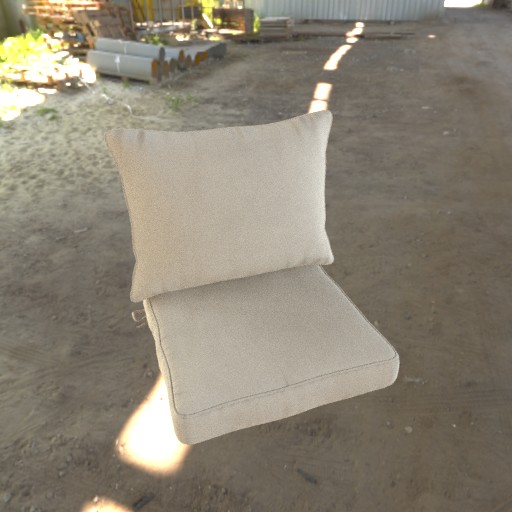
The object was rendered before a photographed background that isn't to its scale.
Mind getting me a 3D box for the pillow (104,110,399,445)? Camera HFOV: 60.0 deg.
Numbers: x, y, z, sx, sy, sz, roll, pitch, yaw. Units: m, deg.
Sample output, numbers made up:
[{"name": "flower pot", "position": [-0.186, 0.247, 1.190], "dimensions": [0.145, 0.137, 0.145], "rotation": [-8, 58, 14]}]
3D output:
[{"name": "pillow", "position": [0.000, 0.000, 1.389], "dimensions": [0.798, 0.716, 0.733], "rotation": [-10, 33, -16]}]
